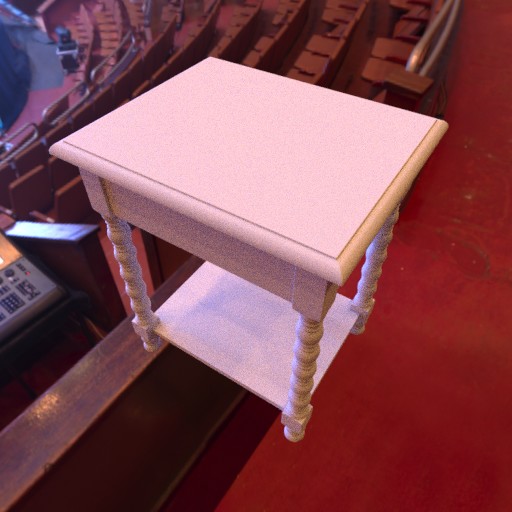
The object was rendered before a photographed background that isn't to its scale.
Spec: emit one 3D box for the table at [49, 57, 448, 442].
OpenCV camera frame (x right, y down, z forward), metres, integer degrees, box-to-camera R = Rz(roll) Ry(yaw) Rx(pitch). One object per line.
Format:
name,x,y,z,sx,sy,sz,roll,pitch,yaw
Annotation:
table,0.000,0.000,0.836,0.460,0.531,0.381,25,51,22
